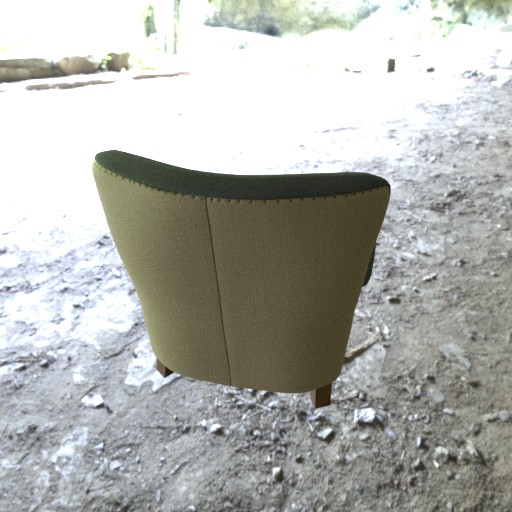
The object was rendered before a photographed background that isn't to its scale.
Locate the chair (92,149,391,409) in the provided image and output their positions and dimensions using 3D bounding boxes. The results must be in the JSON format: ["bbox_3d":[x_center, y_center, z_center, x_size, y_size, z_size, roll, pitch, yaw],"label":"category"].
[{"bbox_3d":[0.000,0.000,1.661,0.861,0.936,0.921,8,32,13],"label":"chair"}]
